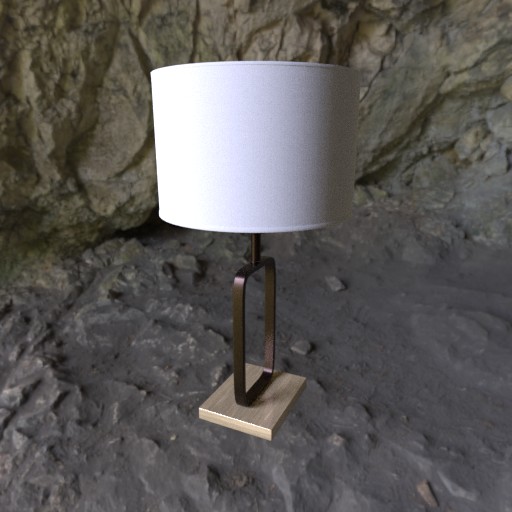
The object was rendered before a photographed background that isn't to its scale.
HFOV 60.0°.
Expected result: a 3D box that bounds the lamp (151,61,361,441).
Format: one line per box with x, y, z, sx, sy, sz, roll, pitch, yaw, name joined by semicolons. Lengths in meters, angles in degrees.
0.000;0.000;0.671;0.279;0.508;0.279;8;18;24;lamp
